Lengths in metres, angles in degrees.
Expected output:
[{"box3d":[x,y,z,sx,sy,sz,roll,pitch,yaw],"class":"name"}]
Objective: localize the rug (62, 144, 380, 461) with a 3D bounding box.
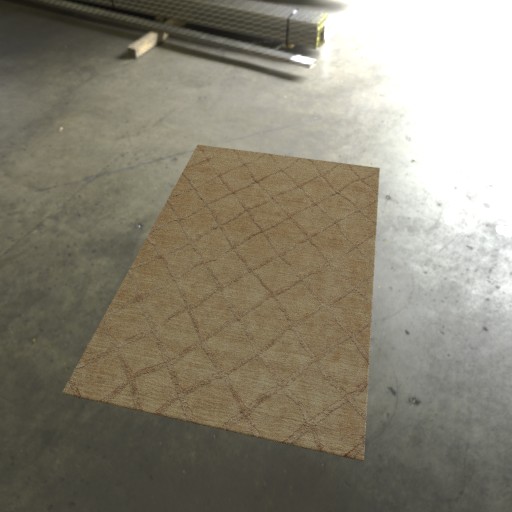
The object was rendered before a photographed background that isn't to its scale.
[{"box3d":[0.000,0.000,2.913,1.528,0.014,2.292,9,48,8],"class":"rug"}]
